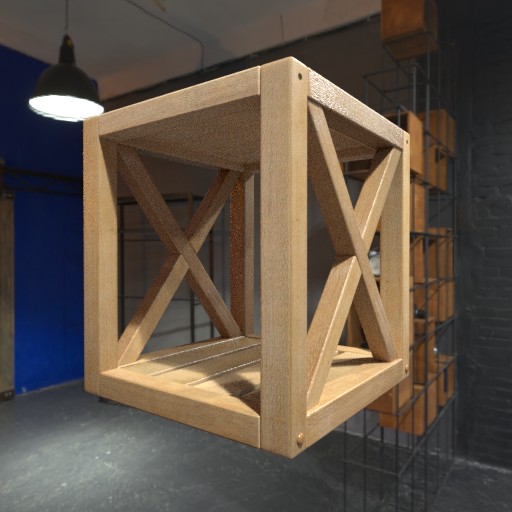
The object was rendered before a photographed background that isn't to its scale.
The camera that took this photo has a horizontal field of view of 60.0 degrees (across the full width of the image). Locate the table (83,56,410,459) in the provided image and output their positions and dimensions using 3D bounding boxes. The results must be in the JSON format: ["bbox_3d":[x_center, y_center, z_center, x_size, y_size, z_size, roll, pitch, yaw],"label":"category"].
[{"bbox_3d":[0.000,0.000,1.051,0.558,0.610,0.559,1,1,37],"label":"table"}]
